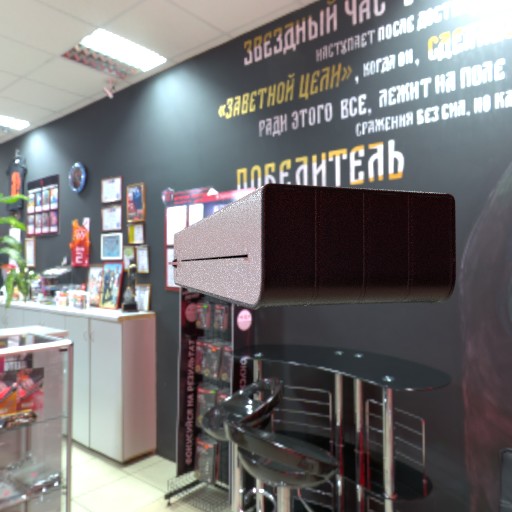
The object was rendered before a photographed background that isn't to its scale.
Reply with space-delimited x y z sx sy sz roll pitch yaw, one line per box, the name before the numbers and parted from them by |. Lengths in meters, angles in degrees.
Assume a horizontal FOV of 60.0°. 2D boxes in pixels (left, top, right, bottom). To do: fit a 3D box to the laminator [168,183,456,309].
laminator | 0.000 0.000 0.386 0.123 0.062 0.340 0 -1 -18
